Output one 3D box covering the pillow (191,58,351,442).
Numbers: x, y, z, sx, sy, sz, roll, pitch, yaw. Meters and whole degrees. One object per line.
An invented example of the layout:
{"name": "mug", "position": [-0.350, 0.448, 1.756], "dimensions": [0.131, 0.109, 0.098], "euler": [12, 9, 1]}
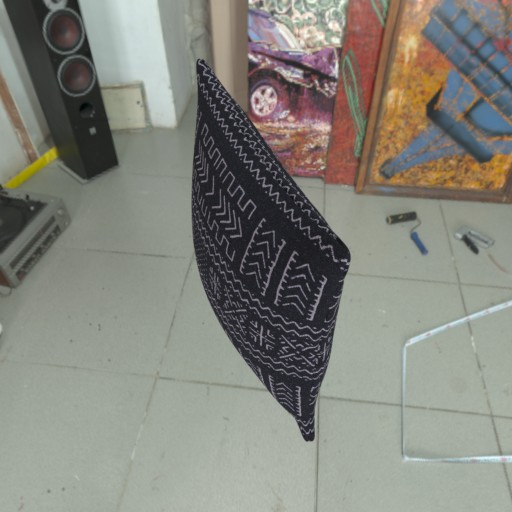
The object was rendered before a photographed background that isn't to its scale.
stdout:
{"name": "pillow", "position": [0.000, 0.000, 0.672], "dimensions": [0.164, 0.430, 0.438], "euler": [-17, 49, -15]}
